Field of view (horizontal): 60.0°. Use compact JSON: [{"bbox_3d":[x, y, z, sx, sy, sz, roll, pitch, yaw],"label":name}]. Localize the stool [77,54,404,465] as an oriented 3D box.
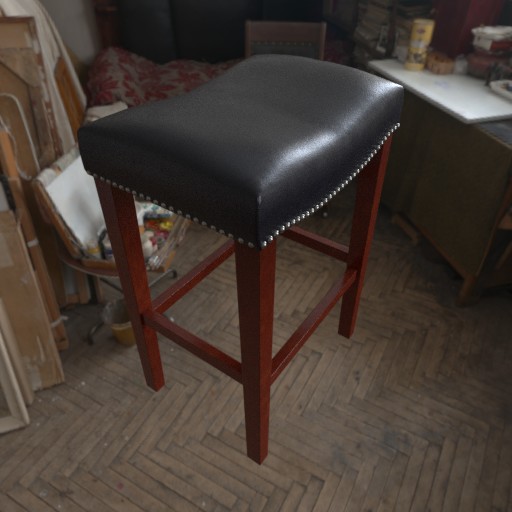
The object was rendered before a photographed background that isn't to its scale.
[{"bbox_3d":[0.000,0.000,0.998,0.372,0.742,0.504,24,46,26],"label":"stool"}]
